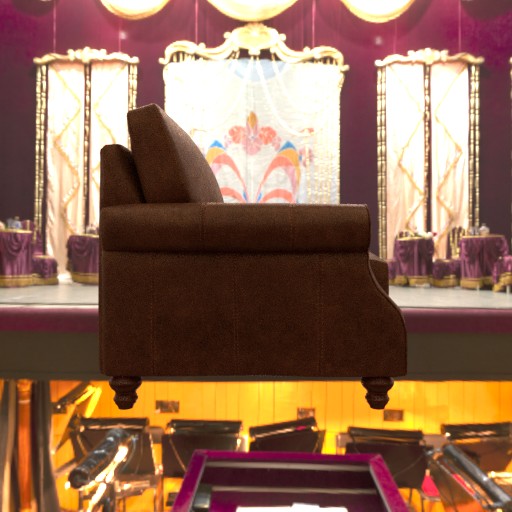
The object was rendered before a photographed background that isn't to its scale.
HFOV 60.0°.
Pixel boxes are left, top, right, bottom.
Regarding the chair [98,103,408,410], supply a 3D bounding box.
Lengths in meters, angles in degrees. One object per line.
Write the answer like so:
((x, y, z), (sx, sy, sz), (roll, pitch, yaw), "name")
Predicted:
((0.000, 0.000, 1.770), (1.002, 0.976, 0.996), (0, -1, 0), "chair")
